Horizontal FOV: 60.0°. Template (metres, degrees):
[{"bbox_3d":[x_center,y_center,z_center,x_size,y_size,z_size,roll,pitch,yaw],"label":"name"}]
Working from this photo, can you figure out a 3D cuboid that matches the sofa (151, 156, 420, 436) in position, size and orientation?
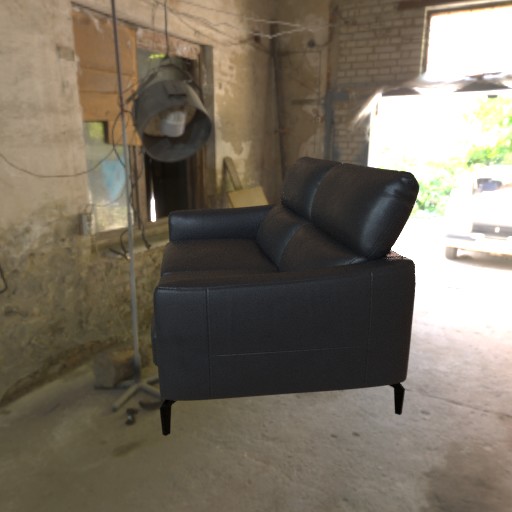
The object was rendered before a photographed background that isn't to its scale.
[{"bbox_3d":[0.000,0.000,2.222,0.958,0.920,1.596,-2,15,-9],"label":"sofa"}]
